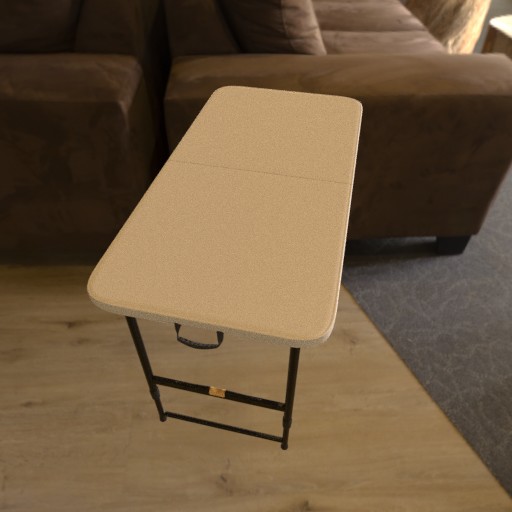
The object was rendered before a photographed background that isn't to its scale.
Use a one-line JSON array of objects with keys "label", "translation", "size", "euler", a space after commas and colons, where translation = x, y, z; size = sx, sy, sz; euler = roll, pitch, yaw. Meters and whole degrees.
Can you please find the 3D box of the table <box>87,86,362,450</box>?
[{"label": "table", "translation": [0.000, 0.000, 1.673], "size": [0.611, 0.737, 1.245], "euler": [9, 45, 9]}]
